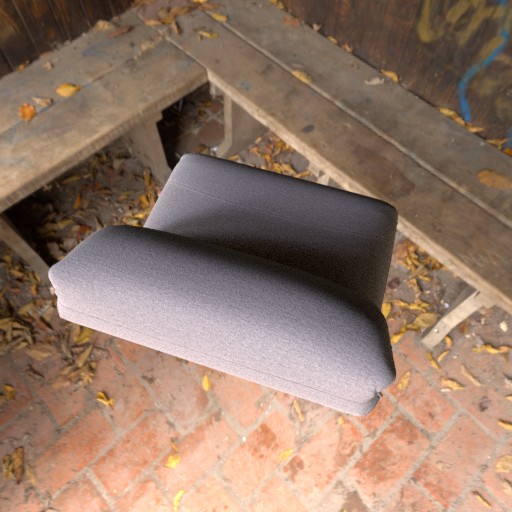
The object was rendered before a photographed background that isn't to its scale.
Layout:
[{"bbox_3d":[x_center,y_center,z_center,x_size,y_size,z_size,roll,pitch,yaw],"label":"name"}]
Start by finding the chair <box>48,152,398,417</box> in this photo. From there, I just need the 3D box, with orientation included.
[{"bbox_3d":[0.000,0.000,1.335,0.820,0.580,0.780,16,64,8],"label":"chair"}]
